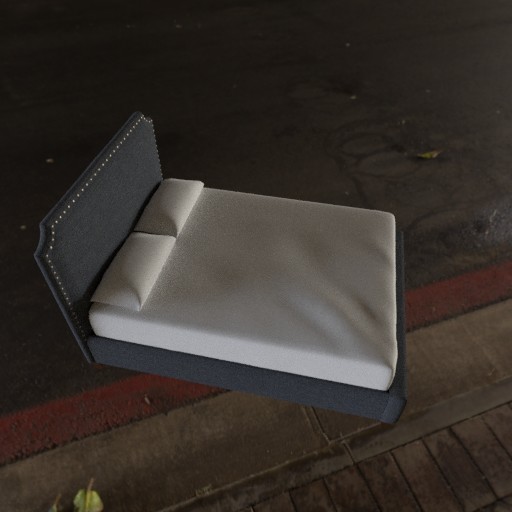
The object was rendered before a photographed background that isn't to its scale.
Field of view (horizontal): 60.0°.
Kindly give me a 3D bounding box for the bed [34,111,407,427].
[{"bbox_3d":[0.000,0.000,3.427,2.372,1.443,1.713,9,46,9],"label":"bed"}]
